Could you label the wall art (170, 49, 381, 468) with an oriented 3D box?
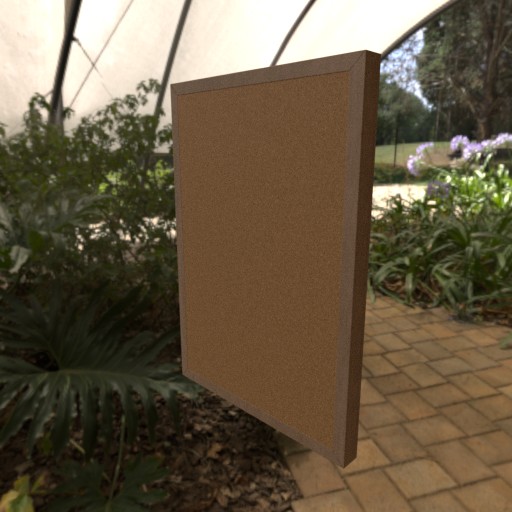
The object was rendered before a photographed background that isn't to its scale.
[{"bbox_3d":[0.000,0.000,0.654,0.356,0.509,0.031,13,19,43],"label":"wall art"}]
